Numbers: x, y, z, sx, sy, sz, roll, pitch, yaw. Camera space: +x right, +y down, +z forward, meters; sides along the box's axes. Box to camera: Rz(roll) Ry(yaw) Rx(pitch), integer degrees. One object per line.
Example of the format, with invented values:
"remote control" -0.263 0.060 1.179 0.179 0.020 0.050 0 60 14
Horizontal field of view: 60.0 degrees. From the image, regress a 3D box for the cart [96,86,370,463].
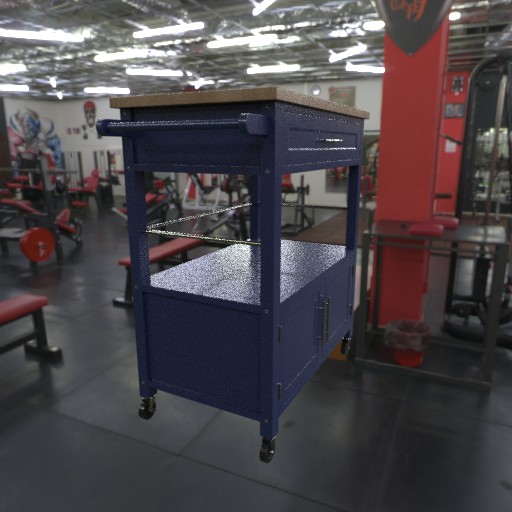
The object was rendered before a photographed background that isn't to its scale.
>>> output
"cart" 0.000 0.000 1.392 0.459 0.901 0.840 7 16 27
